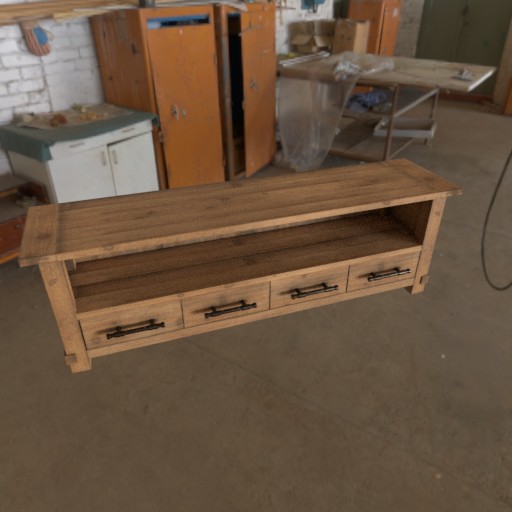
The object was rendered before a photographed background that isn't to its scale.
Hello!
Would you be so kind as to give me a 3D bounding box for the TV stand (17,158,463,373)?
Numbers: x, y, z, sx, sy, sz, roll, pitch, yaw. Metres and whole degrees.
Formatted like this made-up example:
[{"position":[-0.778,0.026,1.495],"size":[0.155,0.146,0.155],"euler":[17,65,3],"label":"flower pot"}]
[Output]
[{"position":[0.000,0.000,2.022],"size":[1.804,0.573,0.453],"euler":[-10,33,-17],"label":"TV stand"}]
